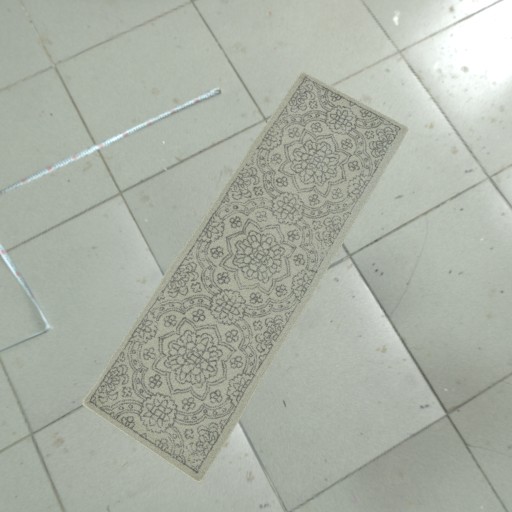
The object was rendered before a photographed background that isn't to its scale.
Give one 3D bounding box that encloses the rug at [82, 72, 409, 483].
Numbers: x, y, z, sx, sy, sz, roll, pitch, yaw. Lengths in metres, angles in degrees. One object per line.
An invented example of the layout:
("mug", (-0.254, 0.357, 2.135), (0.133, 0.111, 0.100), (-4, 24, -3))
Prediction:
("rug", (0.000, 0.000, 2.623), (0.806, 0.006, 2.431), (31, 79, 7))
